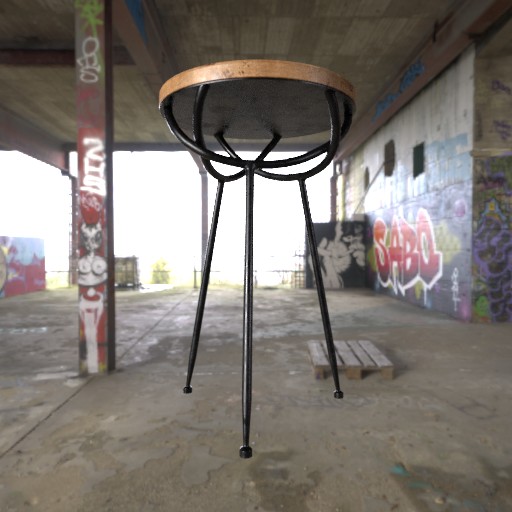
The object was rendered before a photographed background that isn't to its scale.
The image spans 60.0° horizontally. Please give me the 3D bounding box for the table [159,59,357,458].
[{"bbox_3d":[0.000,0.000,0.943,0.414,0.664,0.418,0,1,19],"label":"table"}]
